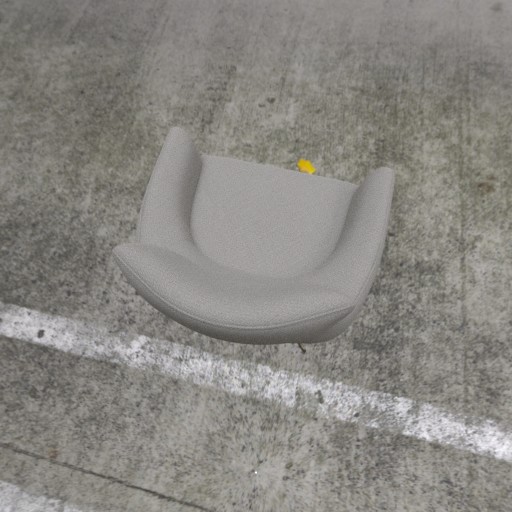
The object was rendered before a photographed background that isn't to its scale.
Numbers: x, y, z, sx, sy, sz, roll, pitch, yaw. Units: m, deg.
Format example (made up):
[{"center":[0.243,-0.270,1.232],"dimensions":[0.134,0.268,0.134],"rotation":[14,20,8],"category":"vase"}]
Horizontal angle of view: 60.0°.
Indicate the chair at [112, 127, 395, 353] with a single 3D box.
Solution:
[{"center":[0.000,0.000,1.418],"dimensions":[0.760,0.810,0.730],"rotation":[12,65,6],"category":"chair"}]
